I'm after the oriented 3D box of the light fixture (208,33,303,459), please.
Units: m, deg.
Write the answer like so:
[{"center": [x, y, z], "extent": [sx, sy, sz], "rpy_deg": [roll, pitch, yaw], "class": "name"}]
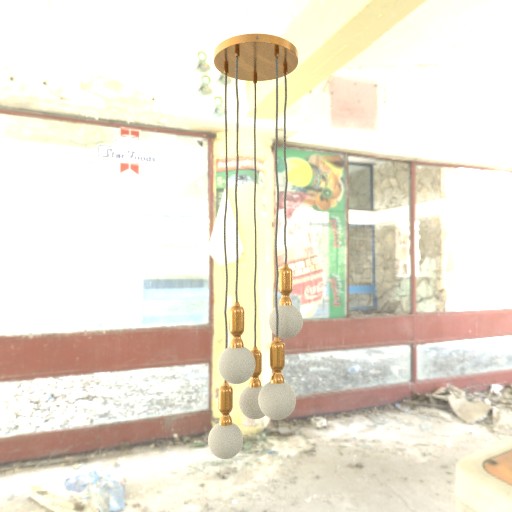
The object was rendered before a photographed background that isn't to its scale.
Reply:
[{"center": [0.000, 0.000, 0.502], "extent": [0.108, 0.457, 0.105], "rpy_deg": [0, -2, -2], "class": "light fixture"}]
